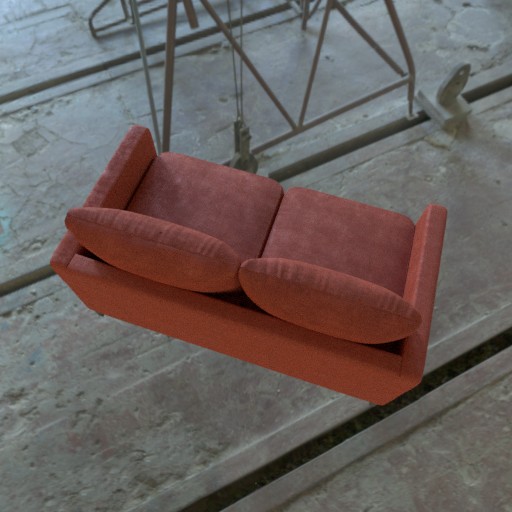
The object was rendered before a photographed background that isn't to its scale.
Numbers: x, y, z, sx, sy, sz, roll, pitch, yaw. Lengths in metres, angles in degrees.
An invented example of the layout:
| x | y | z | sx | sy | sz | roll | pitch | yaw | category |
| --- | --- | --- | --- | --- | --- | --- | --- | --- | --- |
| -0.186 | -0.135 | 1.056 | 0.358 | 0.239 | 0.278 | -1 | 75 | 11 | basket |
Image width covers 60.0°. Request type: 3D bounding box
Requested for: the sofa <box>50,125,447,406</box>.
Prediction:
| x | y | z | sx | sy | sz | roll | pitch | yaw | category |
| --- | --- | --- | --- | --- | --- | --- | --- | --- | --- |
| 0.000 | 0.000 | 2.122 | 1.574 | 0.896 | 0.864 | 16 | 64 | 8 | sofa |
